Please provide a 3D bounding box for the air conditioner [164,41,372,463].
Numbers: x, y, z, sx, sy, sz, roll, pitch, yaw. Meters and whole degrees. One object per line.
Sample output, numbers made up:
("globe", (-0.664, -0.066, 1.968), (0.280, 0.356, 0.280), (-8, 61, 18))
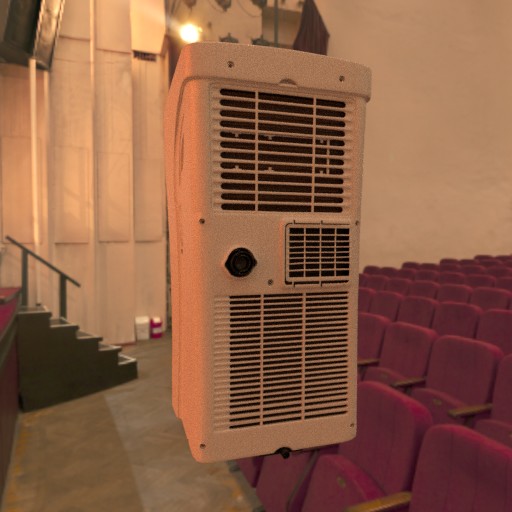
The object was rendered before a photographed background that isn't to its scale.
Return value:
("air conditioner", (0.000, 0.000, 0.928), (0.352, 0.716, 0.369), (-1, 2, -18))
